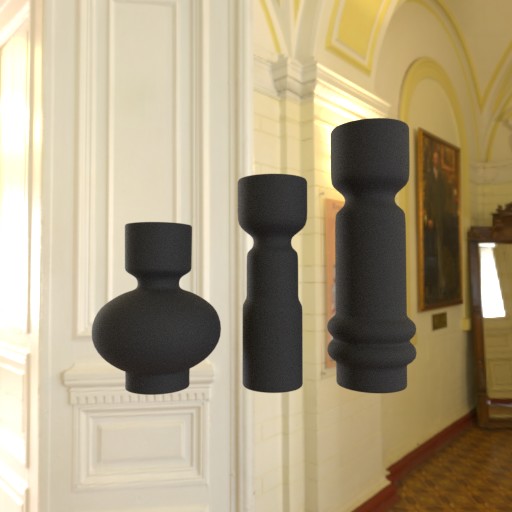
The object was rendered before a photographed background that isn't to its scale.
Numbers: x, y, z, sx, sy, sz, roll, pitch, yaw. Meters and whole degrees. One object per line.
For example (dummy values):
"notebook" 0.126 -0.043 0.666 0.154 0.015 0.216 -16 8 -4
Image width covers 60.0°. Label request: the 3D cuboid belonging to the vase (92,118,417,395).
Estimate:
"vase" 0.000 0.000 0.430 0.307 0.249 0.120 0 -2 -2
